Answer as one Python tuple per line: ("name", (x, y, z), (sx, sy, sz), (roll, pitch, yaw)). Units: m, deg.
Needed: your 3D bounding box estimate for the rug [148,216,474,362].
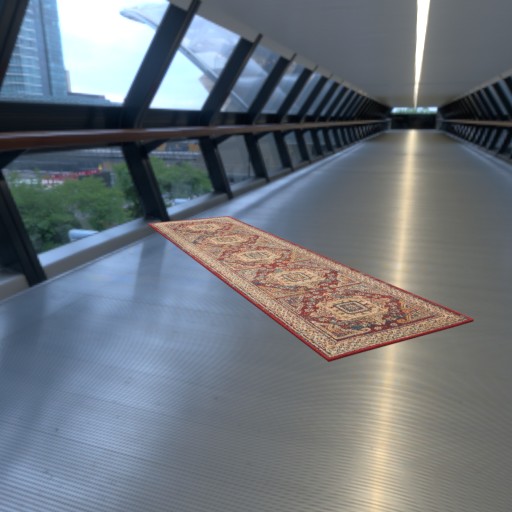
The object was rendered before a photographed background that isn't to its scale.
("rug", (0.000, 0.000, 2.486), (0.659, 0.015, 2.292), (-8, 18, -26))
